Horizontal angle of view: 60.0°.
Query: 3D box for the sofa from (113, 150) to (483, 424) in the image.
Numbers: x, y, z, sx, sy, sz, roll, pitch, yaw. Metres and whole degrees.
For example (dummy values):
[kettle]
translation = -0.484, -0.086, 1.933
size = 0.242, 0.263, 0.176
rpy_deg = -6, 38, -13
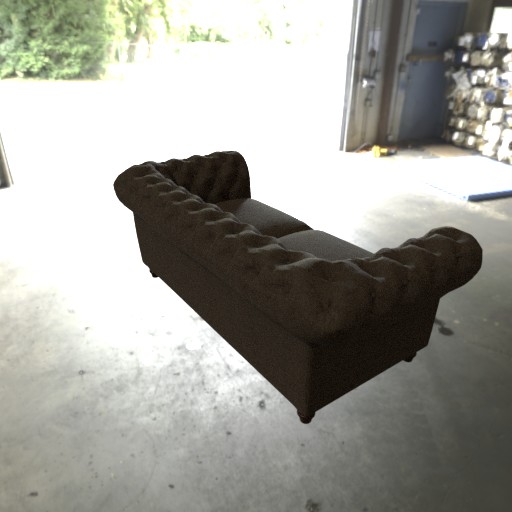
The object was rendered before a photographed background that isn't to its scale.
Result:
[sofa]
translation = 0.000, 0.000, 2.485
size = 0.944, 0.780, 2.048
rpy_deg = -18, 32, -31
